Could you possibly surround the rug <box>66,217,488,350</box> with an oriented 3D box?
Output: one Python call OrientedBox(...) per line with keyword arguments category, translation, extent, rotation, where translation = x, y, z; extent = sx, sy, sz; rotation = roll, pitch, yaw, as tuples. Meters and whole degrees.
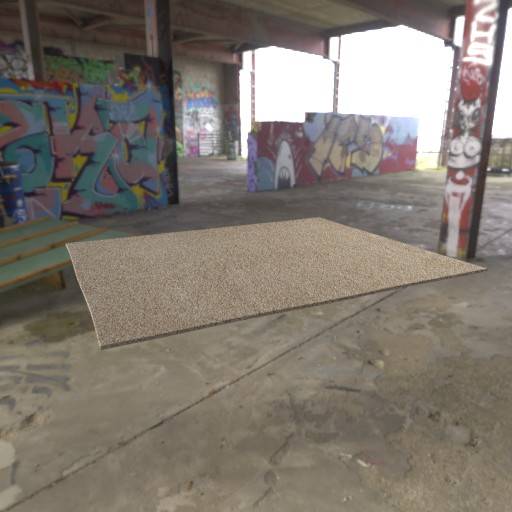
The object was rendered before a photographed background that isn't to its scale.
OrientedBox(category="rug", translation=(0.000, 0.000, 3.981), extent=(3.000, 0.025, 2.400), rotation=(-8, 18, -25))
